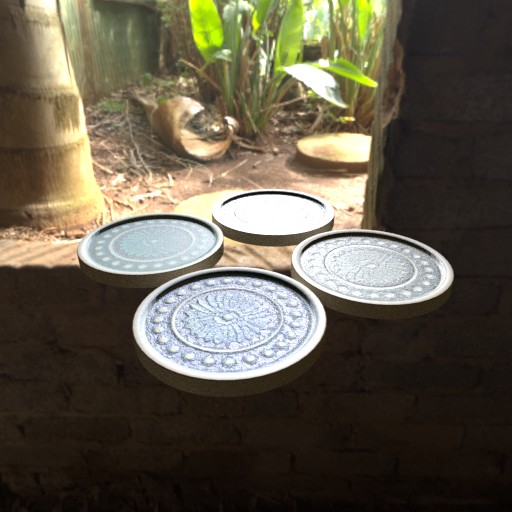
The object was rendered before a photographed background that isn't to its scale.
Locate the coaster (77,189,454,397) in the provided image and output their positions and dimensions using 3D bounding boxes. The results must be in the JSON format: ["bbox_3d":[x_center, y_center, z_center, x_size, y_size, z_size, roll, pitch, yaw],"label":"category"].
[{"bbox_3d":[0.000,0.000,0.323,0.220,0.010,0.224,-17,32,-29],"label":"coaster"}]
